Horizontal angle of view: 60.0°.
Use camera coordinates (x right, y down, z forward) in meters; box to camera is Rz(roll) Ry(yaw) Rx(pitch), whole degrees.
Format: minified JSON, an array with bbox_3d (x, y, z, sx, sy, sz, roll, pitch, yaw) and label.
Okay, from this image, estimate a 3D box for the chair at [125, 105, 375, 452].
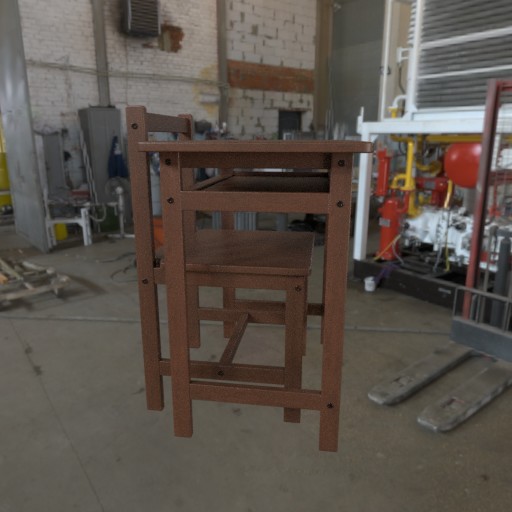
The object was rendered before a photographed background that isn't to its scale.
[{"bbox_3d":[0.000,0.000,1.072,0.463,0.673,0.599,2,15,8],"label":"chair"}]
